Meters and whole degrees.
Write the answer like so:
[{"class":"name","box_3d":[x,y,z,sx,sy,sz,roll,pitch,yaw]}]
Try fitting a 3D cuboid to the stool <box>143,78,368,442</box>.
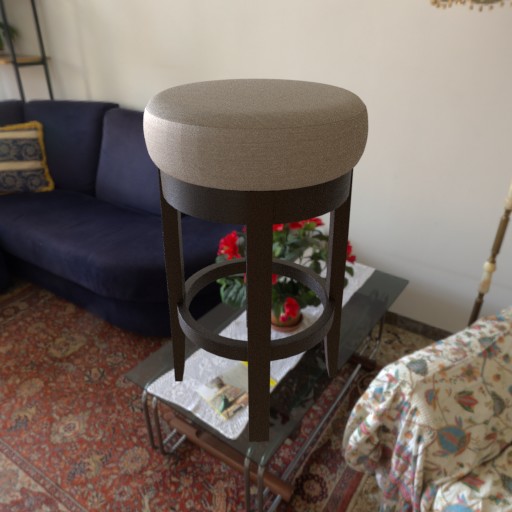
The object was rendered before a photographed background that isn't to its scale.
[{"class":"stool","box_3d":[0.000,0.000,1.045,0.443,0.757,0.443,0,30,0]}]
